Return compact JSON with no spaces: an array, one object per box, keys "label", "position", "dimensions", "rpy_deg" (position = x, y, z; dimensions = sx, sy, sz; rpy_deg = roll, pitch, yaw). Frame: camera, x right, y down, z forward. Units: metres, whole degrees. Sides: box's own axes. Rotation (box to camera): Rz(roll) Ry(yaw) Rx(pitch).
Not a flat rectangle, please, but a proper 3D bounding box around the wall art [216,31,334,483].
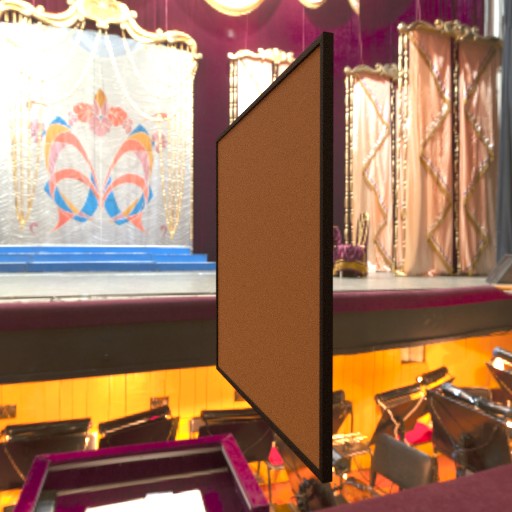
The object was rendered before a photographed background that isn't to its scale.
[{"label":"wall art","position":[0.000,0.000,0.667],"dimensions":[0.013,0.457,0.458],"rpy_deg":[0,1,-19]}]
